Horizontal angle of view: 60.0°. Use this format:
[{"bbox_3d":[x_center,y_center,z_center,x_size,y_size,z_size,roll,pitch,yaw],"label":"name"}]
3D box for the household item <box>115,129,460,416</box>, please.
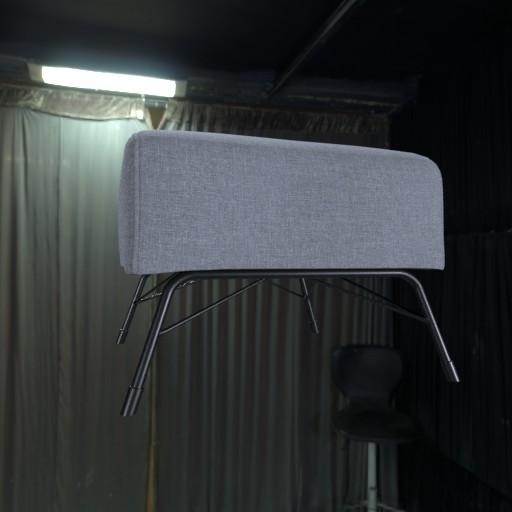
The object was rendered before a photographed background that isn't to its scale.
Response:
[{"bbox_3d":[0.000,0.000,0.889,0.530,0.410,0.530,0,-1,-18],"label":"household item"}]
